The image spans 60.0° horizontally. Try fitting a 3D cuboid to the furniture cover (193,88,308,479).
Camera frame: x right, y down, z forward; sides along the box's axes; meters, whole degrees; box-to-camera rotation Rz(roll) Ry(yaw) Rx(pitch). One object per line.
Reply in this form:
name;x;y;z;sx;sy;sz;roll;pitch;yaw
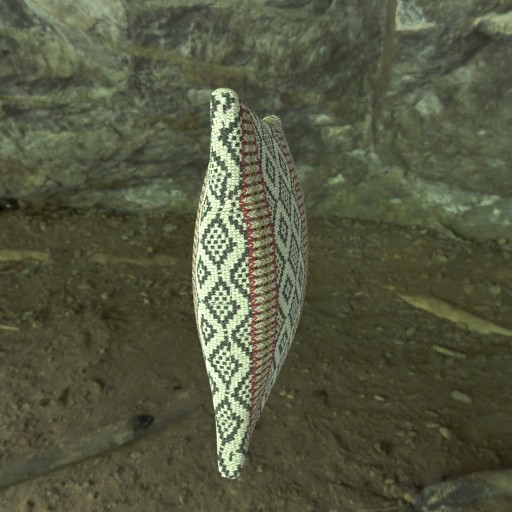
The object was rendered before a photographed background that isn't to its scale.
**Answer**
furniture cover;0.000;0.000;0.782;0.182;0.506;0.503;2;14;8
